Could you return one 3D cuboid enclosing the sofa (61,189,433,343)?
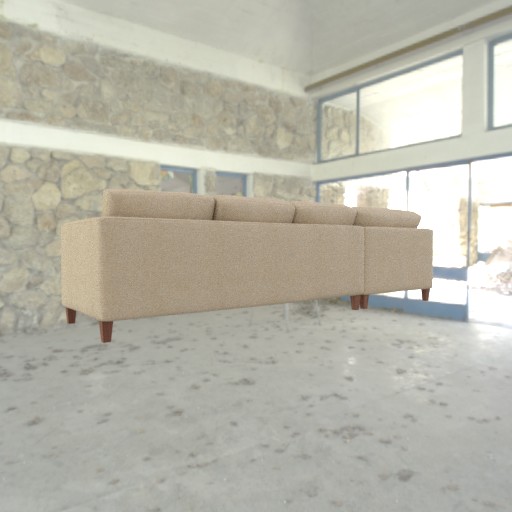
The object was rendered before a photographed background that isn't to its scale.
[{"bbox_3d":[0.000,0.000,3.891,3.201,0.876,1.502,-1,2,-37],"label":"sofa"}]
